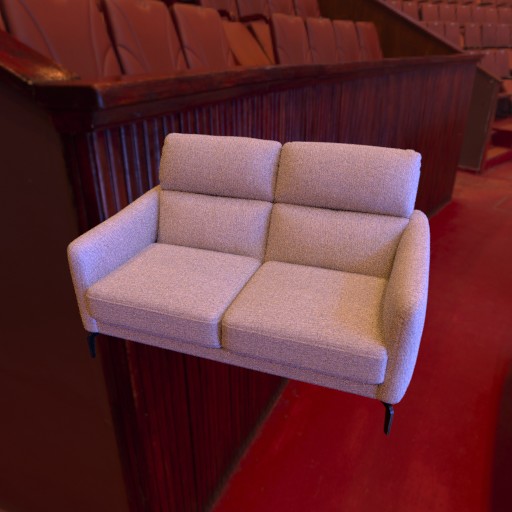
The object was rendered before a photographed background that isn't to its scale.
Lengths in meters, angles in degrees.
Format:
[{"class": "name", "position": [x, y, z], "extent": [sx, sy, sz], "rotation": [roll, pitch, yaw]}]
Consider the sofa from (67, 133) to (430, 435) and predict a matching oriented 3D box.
[{"class": "sofa", "position": [0.000, 0.000, 2.110], "extent": [1.540, 0.950, 0.905], "rotation": [9, 27, 18]}]
